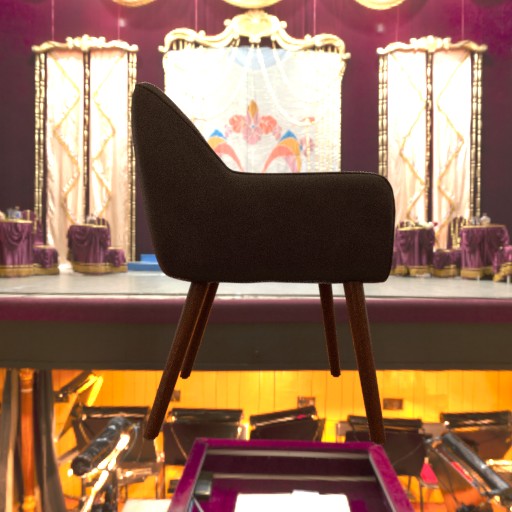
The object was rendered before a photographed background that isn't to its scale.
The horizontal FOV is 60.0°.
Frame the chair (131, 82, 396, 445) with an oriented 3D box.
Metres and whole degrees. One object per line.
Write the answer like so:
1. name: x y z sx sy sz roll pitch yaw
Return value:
1. chair: 0.000 0.000 1.246 0.610 0.828 0.610 0 1 0
